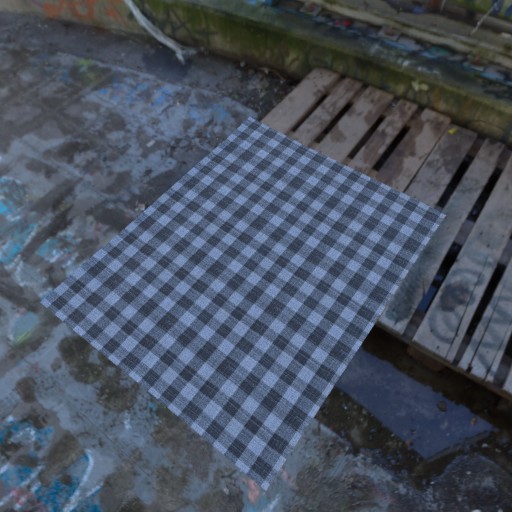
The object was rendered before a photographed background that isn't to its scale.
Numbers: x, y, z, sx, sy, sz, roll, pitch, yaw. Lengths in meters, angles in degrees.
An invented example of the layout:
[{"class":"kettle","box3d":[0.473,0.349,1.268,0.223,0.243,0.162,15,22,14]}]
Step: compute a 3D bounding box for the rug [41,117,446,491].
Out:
[{"class":"rug","box3d":[0.000,0.000,4.117,2.432,0.013,3.021,32,63,19]}]
